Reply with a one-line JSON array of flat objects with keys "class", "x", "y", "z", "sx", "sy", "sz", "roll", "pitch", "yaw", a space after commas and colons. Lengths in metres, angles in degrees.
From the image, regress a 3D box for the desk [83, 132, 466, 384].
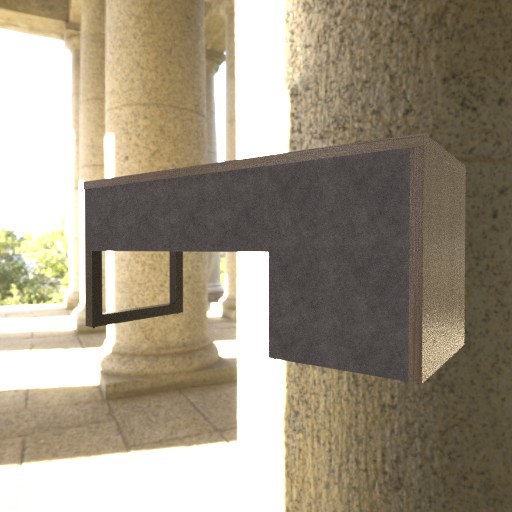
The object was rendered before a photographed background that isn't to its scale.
[{"class": "desk", "x": 0.000, "y": 0.000, "z": 2.092, "sx": 1.700, "sy": 0.760, "sz": 0.690, "roll": 1, "pitch": 1, "yaw": 35}]
